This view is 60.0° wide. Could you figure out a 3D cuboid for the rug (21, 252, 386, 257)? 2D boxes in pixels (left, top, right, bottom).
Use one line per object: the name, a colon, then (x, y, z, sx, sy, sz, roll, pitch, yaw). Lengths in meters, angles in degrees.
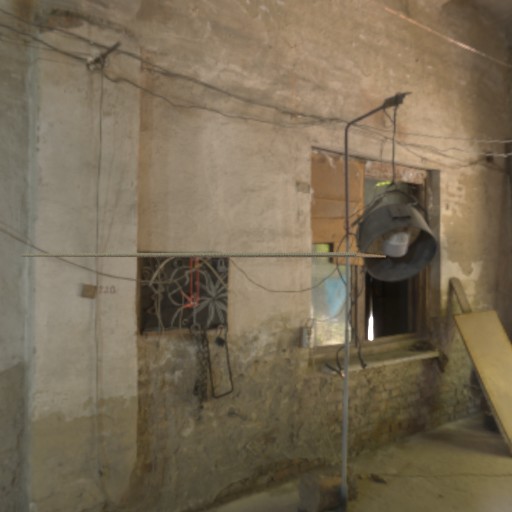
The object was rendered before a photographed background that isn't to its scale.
rug: (0.000, 0.000, 2.877, 1.526, 0.014, 2.290, 0, 0, 19)
